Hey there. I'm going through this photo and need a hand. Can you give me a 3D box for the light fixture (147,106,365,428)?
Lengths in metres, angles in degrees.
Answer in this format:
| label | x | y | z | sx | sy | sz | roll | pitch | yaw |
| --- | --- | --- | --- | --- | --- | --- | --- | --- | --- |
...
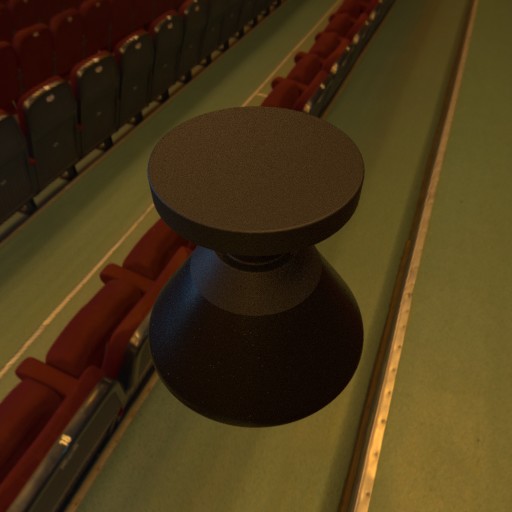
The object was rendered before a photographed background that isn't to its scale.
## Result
| label | x | y | z | sx | sy | sz | roll | pitch | yaw |
| --- | --- | --- | --- | --- | --- | --- | --- | --- | --- |
| light fixture | 0.000 | 0.000 | 0.352 | 0.200 | 0.183 | 0.200 | 0 | 46 | 0 |
